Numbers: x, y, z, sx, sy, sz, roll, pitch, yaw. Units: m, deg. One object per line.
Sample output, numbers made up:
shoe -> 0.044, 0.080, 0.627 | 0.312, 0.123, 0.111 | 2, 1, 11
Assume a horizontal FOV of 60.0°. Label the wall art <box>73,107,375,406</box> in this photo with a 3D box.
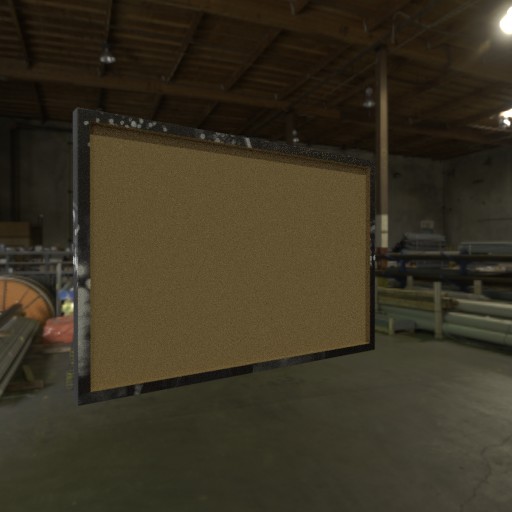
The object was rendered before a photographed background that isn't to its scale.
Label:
wall art -> 0.000, 0.000, 1.179 | 0.914, 0.609, 0.038 | 0, 0, -35
